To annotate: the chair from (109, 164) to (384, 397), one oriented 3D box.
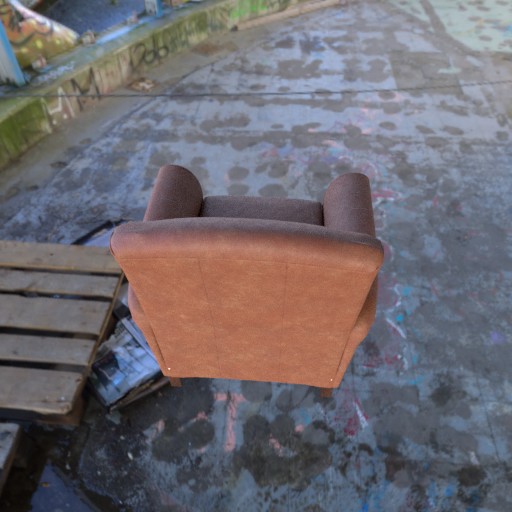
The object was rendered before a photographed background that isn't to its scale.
[{"bbox_3d":[0.000,0.000,1.806,0.978,1.061,0.902,3,47,3],"label":"chair"}]
